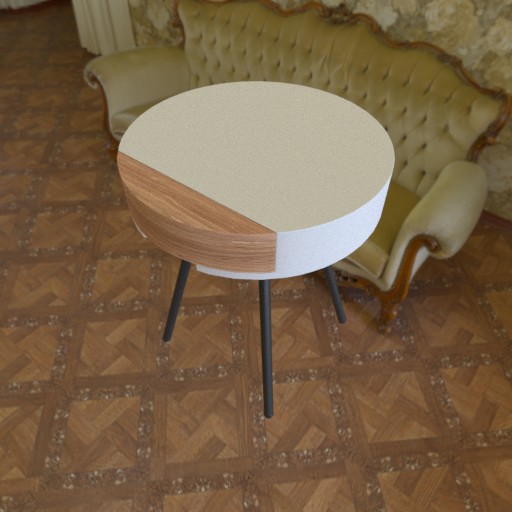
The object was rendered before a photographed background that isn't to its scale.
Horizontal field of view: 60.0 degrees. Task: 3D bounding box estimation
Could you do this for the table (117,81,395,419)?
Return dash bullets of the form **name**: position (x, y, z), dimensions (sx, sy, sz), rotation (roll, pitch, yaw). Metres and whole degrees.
- **table**: position (0.000, 0.000, 0.895), dimensions (0.450, 0.525, 0.450), rotation (0, 46, 0)
